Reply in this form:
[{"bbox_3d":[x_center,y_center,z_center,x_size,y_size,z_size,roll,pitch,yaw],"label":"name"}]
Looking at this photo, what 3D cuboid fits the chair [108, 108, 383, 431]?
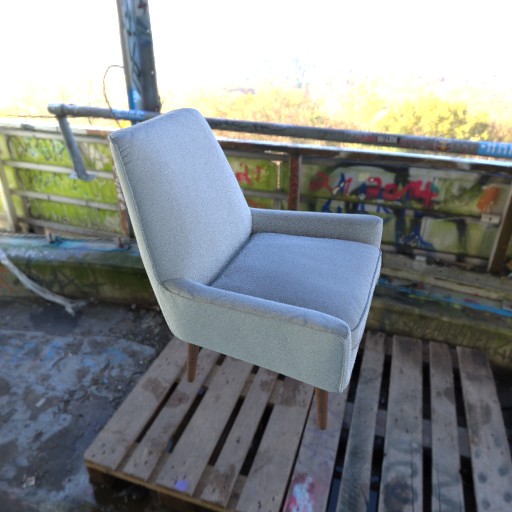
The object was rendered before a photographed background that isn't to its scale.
[{"bbox_3d":[0.000,0.000,1.544,0.822,0.888,0.787,10,30,18],"label":"chair"}]
